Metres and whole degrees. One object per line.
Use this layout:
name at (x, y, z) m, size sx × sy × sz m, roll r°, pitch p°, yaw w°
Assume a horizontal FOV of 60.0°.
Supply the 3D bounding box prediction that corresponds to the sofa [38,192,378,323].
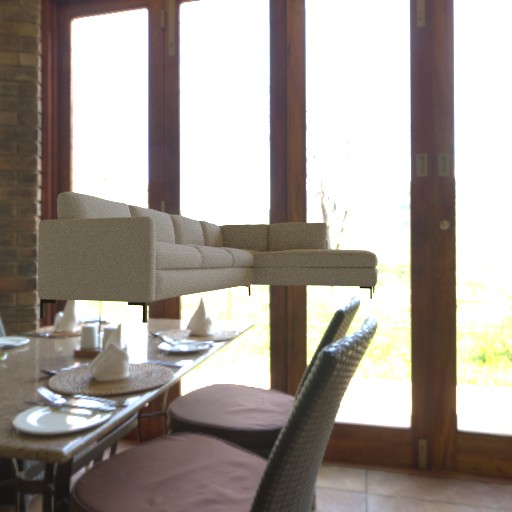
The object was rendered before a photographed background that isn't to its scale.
sofa at (0.000, 0.000, 3.877) m, size 2.007 × 0.815 × 2.949 m, roll 0°, pitch -1°, yaw 17°
